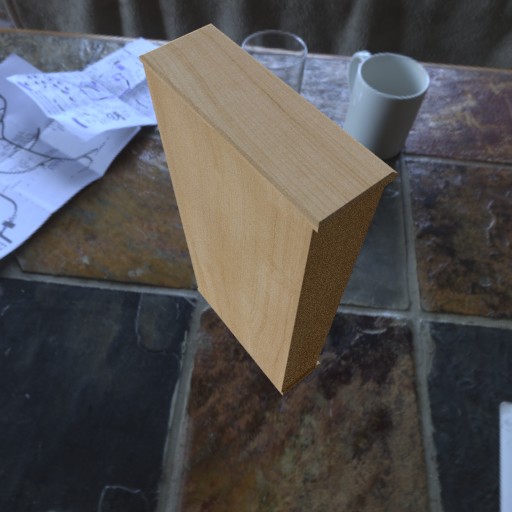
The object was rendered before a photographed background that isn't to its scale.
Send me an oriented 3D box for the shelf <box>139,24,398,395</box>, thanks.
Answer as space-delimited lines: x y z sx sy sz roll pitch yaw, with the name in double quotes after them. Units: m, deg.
0.000 0.000 1.229 0.175 1.030 0.520 -34 65 -18 "shelf"
